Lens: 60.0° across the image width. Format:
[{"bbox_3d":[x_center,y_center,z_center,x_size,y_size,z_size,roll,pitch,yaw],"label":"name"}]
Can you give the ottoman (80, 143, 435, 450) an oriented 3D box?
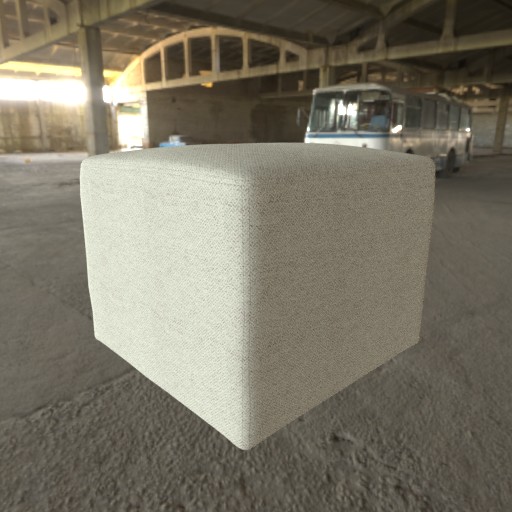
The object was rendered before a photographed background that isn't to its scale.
[{"bbox_3d":[0.000,0.000,0.919,0.521,0.453,0.512,-14,21,-41],"label":"ottoman"}]
